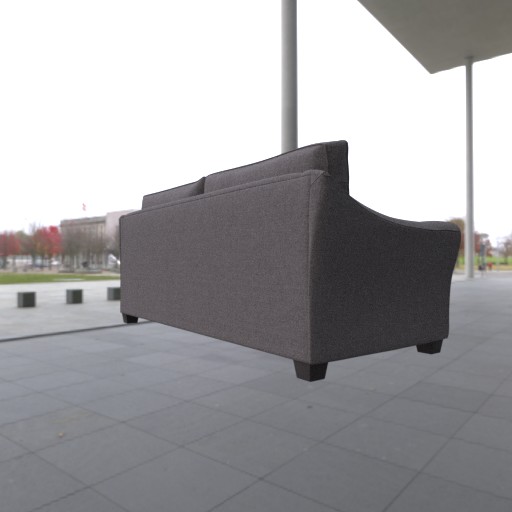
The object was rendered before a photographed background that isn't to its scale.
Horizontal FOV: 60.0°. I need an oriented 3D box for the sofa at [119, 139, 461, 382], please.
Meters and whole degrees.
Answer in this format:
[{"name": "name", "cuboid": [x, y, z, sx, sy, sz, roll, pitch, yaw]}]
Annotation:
[{"name": "sofa", "cuboid": [0.000, 0.000, 2.769, 1.013, 0.976, 2.203, 0, -1, -36]}]
